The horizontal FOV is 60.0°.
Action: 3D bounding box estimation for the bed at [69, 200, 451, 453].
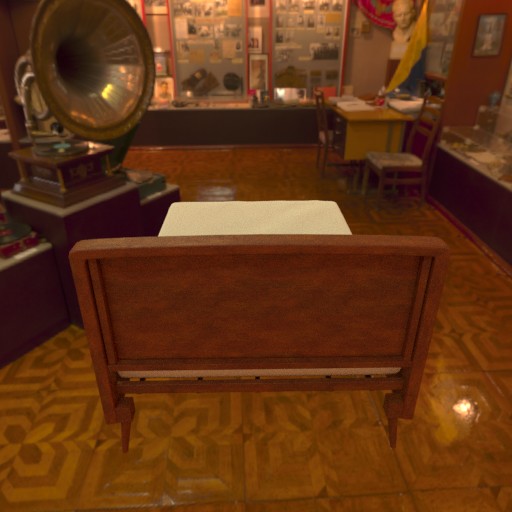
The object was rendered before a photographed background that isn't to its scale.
[{"bbox_3d":[0.000,0.000,3.076,1.587,1.275,2.196,-1,28,-1],"label":"bed"}]
